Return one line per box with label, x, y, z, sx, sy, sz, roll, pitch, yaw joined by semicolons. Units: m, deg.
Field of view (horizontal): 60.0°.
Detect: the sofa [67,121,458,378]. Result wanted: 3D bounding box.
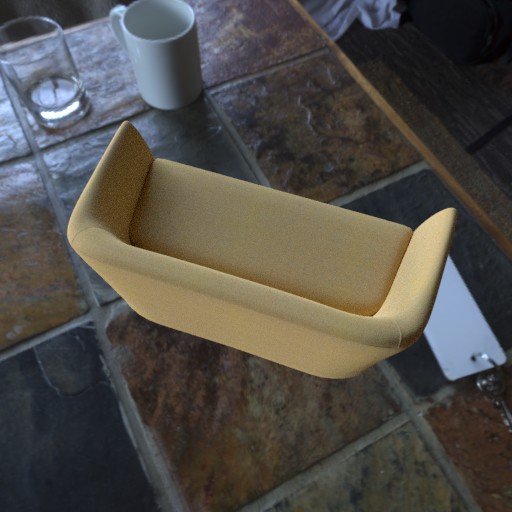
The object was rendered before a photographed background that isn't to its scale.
sofa;0.000;0.000;1.890;1.452;0.721;0.705;17;65;8
